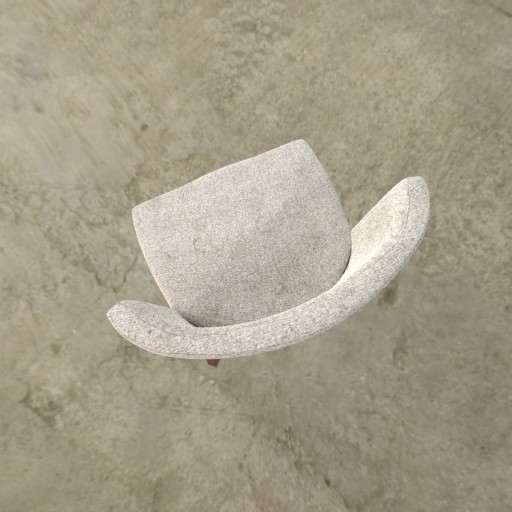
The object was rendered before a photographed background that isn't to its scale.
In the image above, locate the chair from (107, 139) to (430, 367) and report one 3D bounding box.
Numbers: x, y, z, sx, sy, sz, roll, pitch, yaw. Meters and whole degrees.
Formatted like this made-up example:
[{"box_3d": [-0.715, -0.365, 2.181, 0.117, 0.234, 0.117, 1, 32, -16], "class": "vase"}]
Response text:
[{"box_3d": [0.000, 0.000, 1.301, 0.728, 0.827, 0.575, -24, 76, -6], "class": "chair"}]
